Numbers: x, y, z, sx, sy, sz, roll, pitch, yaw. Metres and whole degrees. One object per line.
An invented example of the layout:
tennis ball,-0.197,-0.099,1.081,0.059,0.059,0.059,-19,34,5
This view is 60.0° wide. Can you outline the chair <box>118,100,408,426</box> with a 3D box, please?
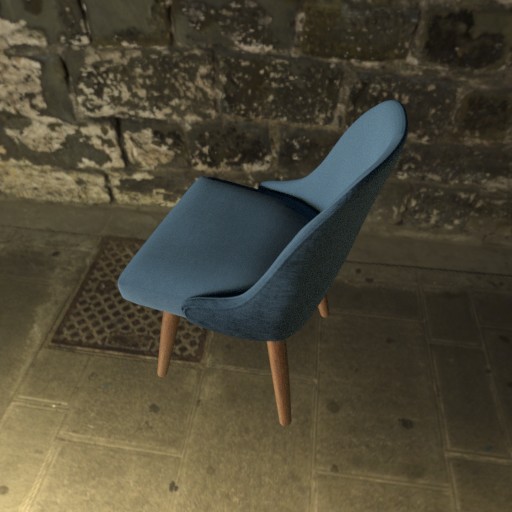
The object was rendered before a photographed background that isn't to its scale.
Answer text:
chair,0.000,0.000,1.195,0.589,0.882,0.503,17,49,15
